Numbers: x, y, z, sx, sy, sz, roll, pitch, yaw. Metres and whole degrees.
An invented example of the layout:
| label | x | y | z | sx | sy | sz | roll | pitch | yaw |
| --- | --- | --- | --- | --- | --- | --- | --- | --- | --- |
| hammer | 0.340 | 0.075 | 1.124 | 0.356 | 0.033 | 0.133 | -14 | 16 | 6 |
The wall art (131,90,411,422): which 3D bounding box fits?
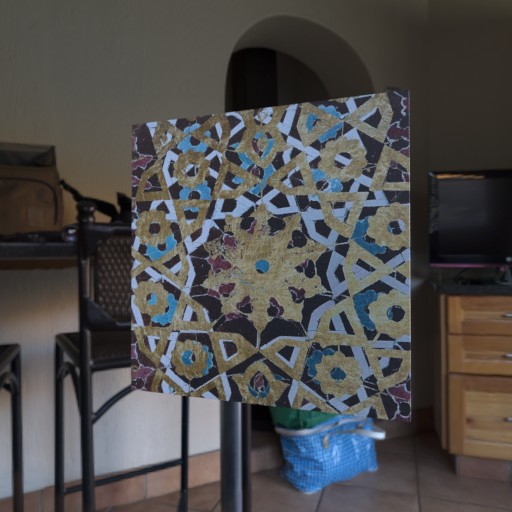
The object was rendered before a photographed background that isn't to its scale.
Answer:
| label | x | y | z | sx | sy | sz | roll | pitch | yaw |
| --- | --- | --- | --- | --- | --- | --- | --- | --- | --- |
| wall art | 0.000 | 0.000 | 0.615 | 0.404 | 0.406 | 0.010 | 0 | -1 | 20 |
